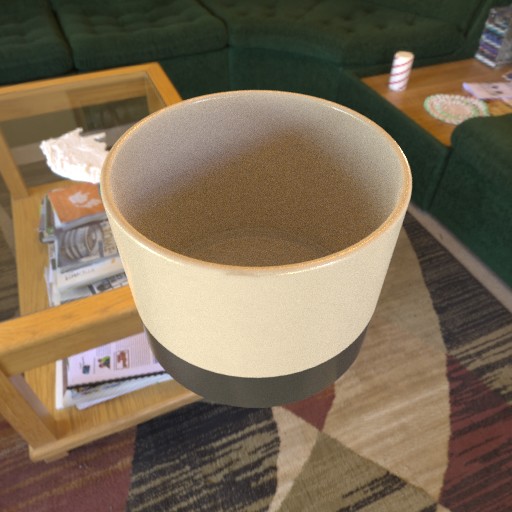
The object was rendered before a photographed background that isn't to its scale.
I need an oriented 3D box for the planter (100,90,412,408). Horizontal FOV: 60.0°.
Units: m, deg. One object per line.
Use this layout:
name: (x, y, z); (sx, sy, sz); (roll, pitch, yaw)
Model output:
planter: (0.000, 0.000, 0.344); (0.193, 0.177, 0.193); (0, 46, 0)
